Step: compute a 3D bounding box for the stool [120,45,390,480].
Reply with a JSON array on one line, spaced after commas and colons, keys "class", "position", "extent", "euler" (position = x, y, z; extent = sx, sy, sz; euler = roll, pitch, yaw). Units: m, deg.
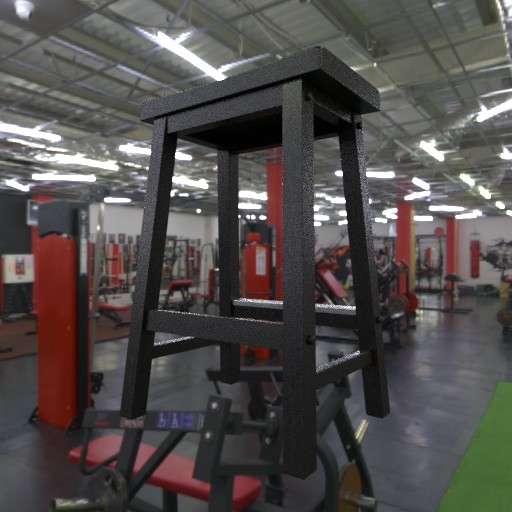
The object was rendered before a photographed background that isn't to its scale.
[{"class": "stool", "position": [0.000, 0.000, 0.849], "extent": [0.406, 0.610, 0.322], "euler": [0, 0, 37]}]
